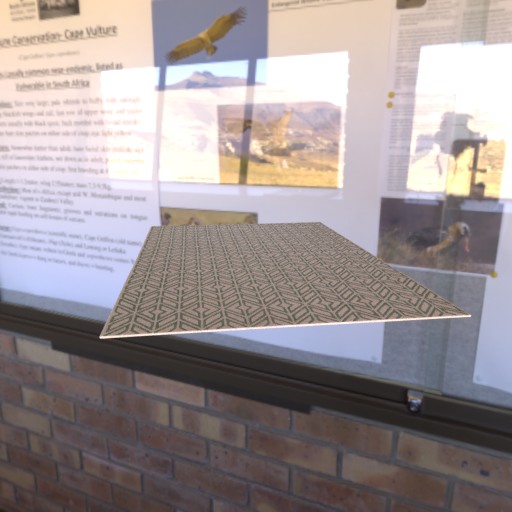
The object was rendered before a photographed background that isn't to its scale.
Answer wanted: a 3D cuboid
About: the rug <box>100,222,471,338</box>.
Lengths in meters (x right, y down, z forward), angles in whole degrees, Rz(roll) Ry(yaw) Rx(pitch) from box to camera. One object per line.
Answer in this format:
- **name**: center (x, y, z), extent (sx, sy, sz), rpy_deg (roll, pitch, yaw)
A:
- **rug**: center (0.000, 0.000, 2.300), extent (1.220, 0.007, 1.828), rpy_deg (-2, 15, -8)
